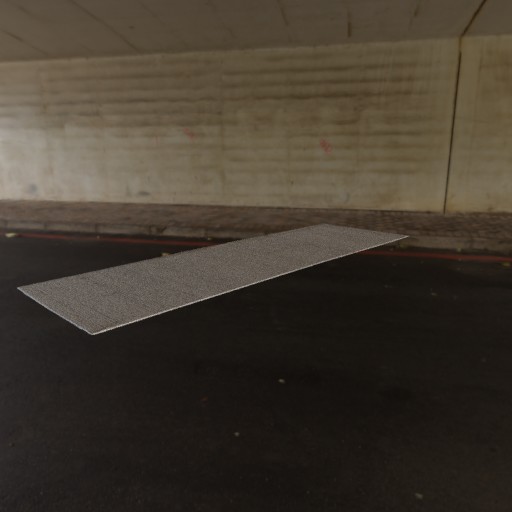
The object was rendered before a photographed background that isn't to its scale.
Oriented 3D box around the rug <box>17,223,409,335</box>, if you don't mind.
[{"bbox_3d":[0.000,0.000,2.606,0.741,0.014,2.390,13,19,43],"label":"rug"}]
